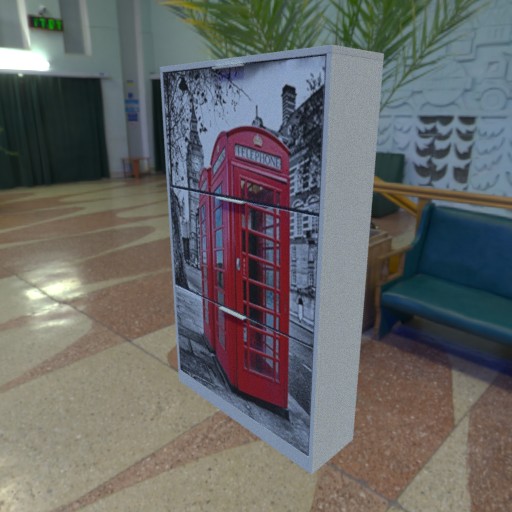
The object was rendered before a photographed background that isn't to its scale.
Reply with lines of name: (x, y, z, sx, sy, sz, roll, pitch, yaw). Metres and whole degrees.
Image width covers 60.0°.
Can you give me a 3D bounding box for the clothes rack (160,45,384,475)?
clothes rack: (0.000, 0.000, 1.582, 0.250, 1.280, 0.750, -17, 24, -42)
